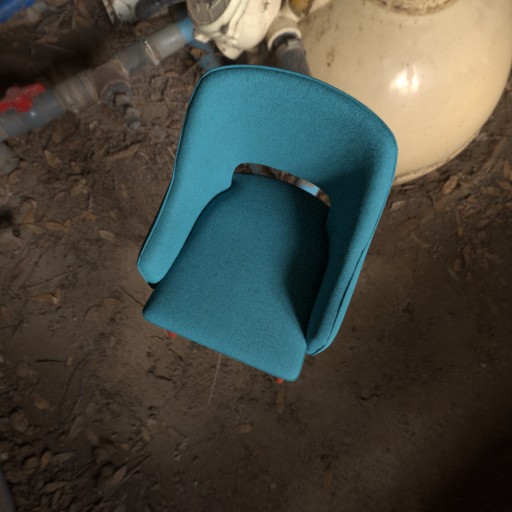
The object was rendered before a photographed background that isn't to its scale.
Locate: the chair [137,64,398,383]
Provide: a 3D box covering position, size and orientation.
[{"bbox_3d":[0.000,0.000,1.243,0.548,0.849,0.605,22,77,5],"label":"chair"}]
